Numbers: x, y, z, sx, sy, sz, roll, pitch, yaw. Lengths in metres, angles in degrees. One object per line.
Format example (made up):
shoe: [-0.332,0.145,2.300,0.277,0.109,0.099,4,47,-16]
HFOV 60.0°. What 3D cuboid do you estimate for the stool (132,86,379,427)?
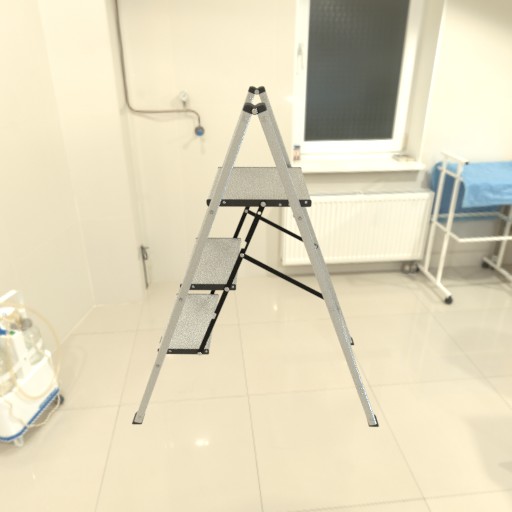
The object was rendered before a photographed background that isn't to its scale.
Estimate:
stool: [0.000,0.000,1.307,0.730,0.902,0.441,0,26,1]
